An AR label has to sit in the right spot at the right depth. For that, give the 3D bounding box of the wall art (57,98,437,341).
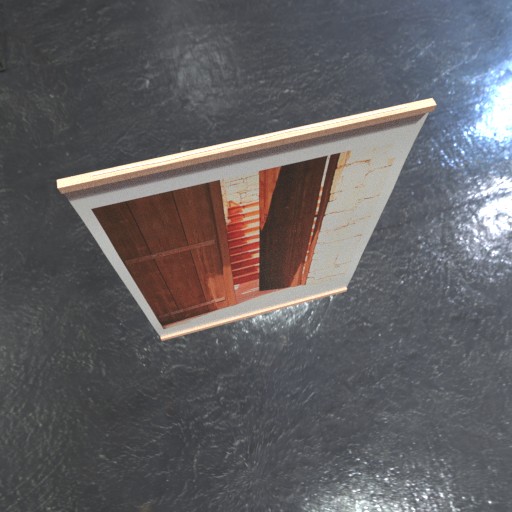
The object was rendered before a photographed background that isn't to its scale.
[{"bbox_3d":[0.000,0.000,1.306,0.758,1.013,0.020,-14,64,-7],"label":"wall art"}]
